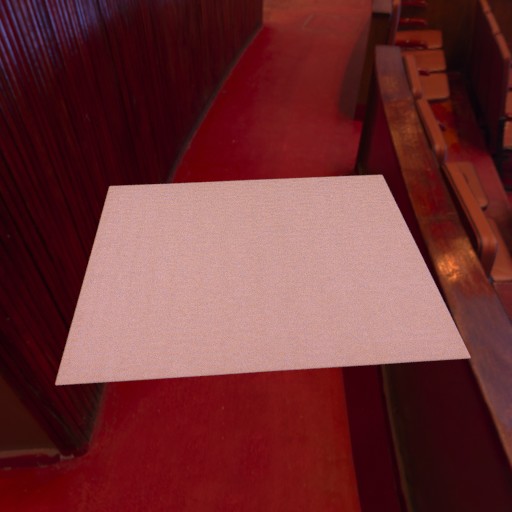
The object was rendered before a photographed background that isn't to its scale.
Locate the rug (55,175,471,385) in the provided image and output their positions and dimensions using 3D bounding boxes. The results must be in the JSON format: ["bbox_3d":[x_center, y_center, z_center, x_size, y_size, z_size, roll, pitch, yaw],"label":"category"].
[{"bbox_3d":[0.000,0.000,4.097,3.055,0.021,2.410,-3,45,-3],"label":"rug"}]
